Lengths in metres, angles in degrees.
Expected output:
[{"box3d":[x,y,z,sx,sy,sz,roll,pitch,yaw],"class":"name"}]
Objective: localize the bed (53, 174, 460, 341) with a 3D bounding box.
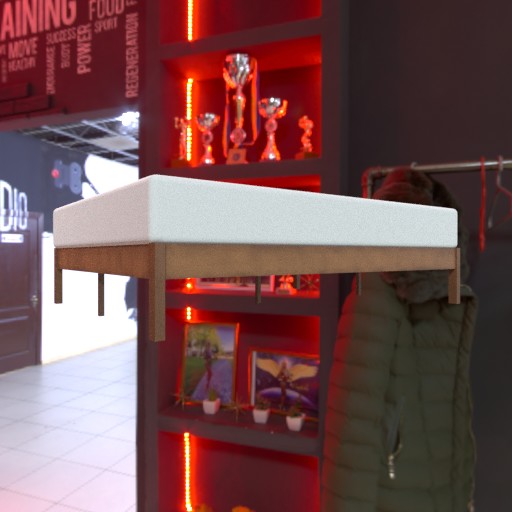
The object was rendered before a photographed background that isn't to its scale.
[{"box3d":[0.000,0.000,2.772,2.050,0.593,1.529,0,0,-37],"class":"bed"}]
